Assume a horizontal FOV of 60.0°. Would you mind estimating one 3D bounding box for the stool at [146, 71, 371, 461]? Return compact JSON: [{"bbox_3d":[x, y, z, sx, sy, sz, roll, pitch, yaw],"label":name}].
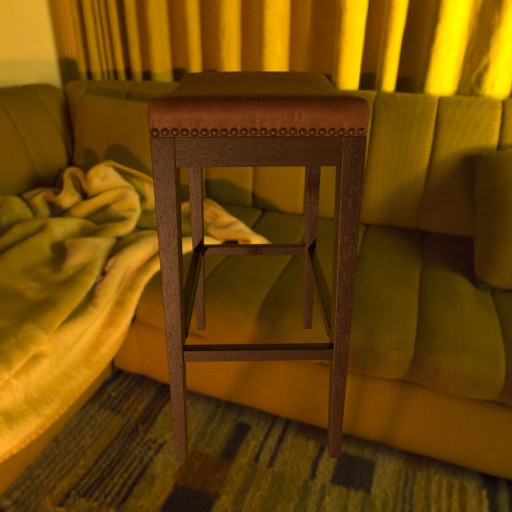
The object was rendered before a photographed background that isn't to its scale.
[{"bbox_3d":[0.000,0.000,1.026,0.361,0.759,0.500,-1,27,-1],"label":"stool"}]
